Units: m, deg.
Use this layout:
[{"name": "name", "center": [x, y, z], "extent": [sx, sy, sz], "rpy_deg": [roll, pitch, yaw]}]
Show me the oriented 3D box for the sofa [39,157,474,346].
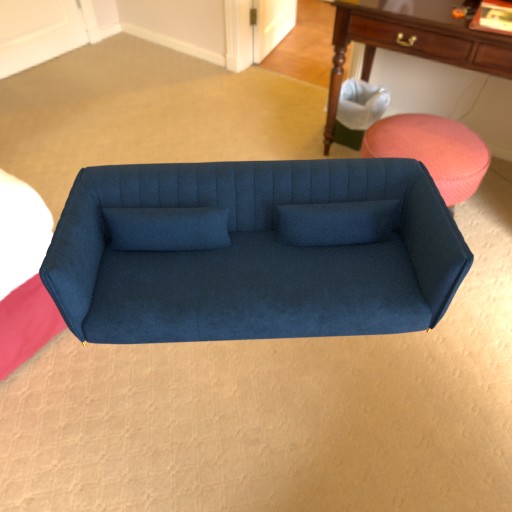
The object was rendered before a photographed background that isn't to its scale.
[{"name": "sofa", "center": [0.000, 0.000, 2.625], "extent": [2.136, 0.793, 0.896], "rpy_deg": [-2, 47, -2]}]
